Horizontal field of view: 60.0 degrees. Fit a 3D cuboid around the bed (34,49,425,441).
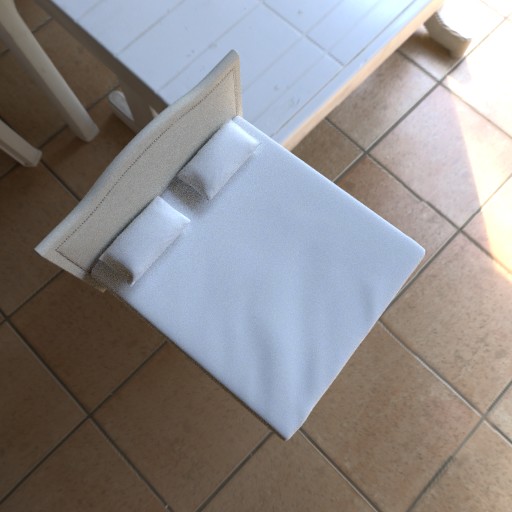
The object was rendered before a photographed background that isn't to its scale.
[{"bbox_3d":[0.000,0.000,3.574,2.182,1.421,2.083,38,78,10],"label":"bed"}]
